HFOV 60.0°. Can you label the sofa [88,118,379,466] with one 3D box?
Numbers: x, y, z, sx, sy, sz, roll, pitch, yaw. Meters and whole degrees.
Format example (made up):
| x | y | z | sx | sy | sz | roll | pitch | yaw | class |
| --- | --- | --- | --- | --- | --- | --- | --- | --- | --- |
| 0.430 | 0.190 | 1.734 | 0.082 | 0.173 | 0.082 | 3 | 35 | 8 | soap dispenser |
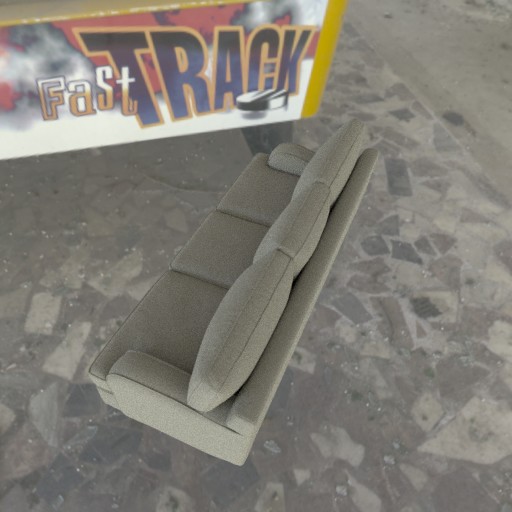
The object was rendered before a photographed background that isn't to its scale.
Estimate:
| x | y | z | sx | sy | sz | roll | pitch | yaw | class |
| --- | --- | --- | --- | --- | --- | --- | --- | --- | --- |
| 0.000 | 0.000 | 2.946 | 1.016 | 0.997 | 2.323 | 18 | 50 | 16 | sofa |
